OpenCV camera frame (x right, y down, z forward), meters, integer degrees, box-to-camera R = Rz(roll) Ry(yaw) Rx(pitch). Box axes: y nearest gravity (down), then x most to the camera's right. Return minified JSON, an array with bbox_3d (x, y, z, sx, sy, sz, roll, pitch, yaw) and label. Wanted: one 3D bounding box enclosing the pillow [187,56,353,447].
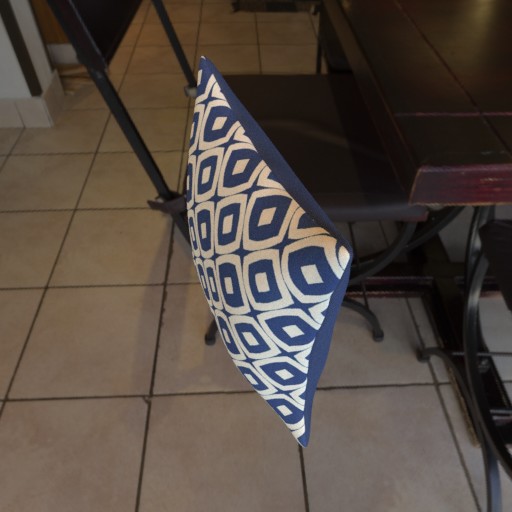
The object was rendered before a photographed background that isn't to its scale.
[{"bbox_3d":[0.000,0.000,0.762,0.188,0.494,0.504,-15,48,-14],"label":"pillow"}]
